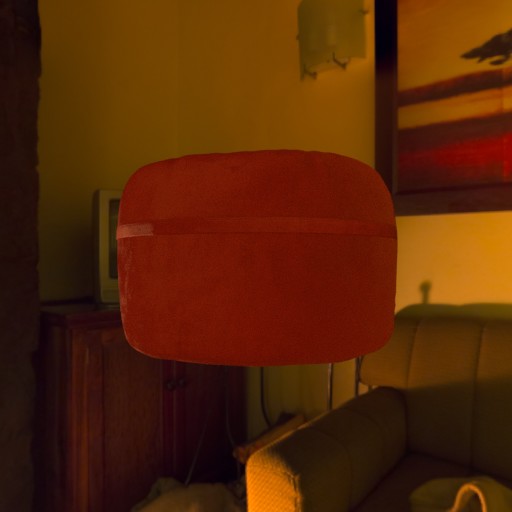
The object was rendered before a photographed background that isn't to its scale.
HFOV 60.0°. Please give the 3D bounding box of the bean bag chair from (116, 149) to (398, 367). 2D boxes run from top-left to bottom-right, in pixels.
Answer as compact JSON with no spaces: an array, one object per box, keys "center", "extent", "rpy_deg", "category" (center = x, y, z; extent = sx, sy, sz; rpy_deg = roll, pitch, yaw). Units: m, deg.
[{"center":[0.000,0.000,1.993],"extent":[1.219,0.762,1.219],"rpy_deg":[0,-1,0],"category":"bean bag chair"}]
